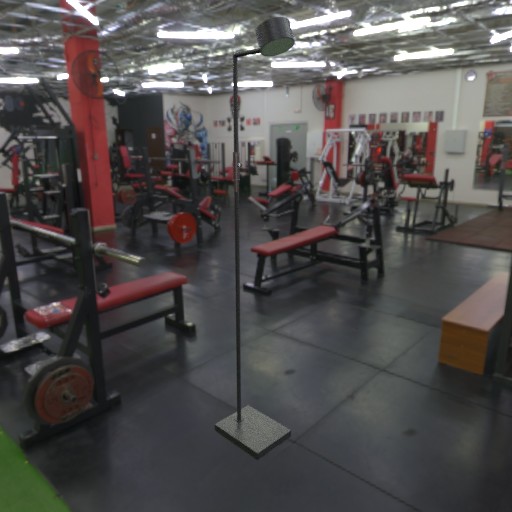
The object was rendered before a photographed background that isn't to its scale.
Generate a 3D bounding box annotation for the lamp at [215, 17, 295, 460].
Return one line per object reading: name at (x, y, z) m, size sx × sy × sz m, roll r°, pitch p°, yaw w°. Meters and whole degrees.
lamp at (0.000, 0.000, 1.686) m, size 0.304 × 1.600 × 0.203 m, roll 14°, pitch 21°, yaw 43°
